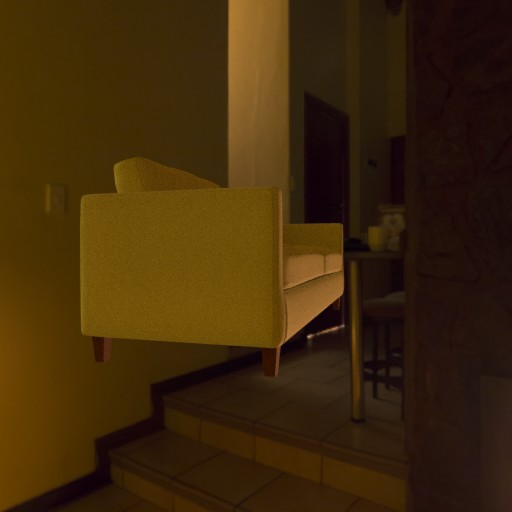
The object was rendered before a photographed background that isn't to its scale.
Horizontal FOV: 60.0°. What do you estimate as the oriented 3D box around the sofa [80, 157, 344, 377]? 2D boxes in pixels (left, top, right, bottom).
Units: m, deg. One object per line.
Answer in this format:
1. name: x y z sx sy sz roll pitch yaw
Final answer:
1. sofa: 0.000 0.000 2.997 0.948 0.965 2.434 0 0 17
